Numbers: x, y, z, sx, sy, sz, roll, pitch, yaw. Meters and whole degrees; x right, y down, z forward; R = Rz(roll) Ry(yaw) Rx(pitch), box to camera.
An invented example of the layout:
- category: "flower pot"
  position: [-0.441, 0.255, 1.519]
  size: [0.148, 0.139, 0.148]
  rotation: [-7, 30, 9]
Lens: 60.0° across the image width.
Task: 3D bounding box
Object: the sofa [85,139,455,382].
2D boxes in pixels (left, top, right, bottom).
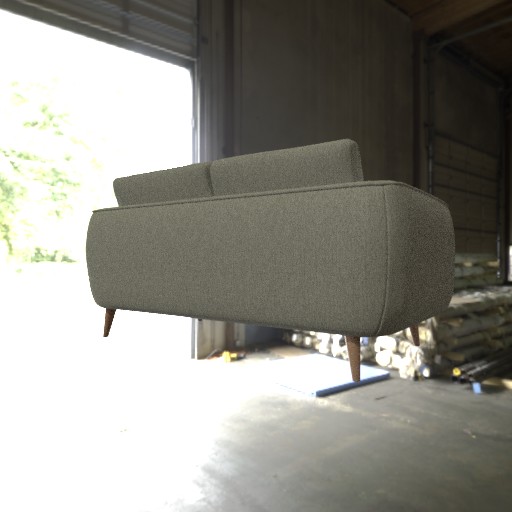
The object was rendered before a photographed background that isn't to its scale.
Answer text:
- category: "sofa"
  position: [0.000, 0.000, 2.214]
  size: [1.700, 0.850, 0.920]
  rotation: [0, 0, 36]
